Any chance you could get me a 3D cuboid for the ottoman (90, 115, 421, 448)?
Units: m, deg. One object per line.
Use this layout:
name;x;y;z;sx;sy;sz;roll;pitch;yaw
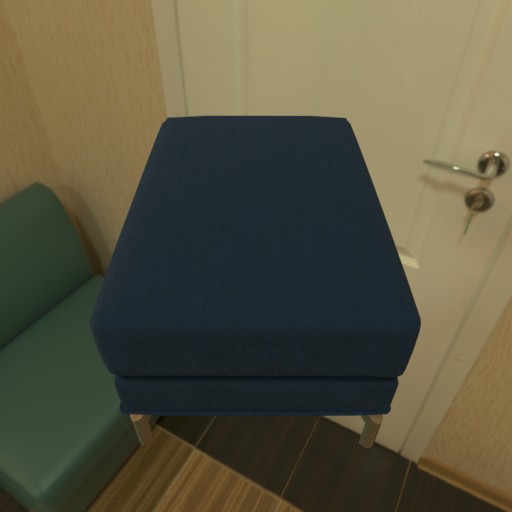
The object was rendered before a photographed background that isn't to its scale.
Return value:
ottoman;0.000;0.000;1.189;0.587;0.498;0.835;0;42;0
